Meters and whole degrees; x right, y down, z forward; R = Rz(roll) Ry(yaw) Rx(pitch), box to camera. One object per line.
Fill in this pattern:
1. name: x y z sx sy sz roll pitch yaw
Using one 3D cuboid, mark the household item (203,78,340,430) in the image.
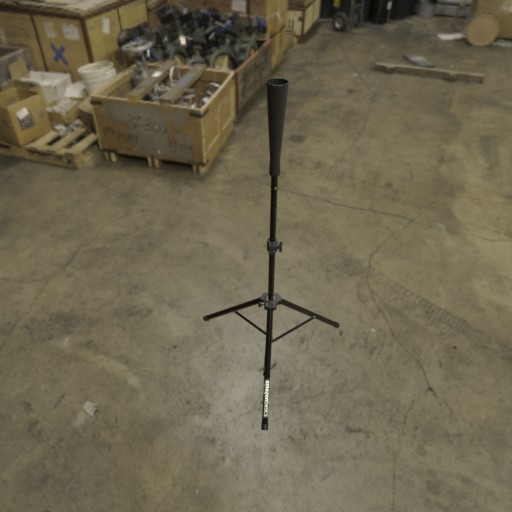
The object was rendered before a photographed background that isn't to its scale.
1. household item: 0.000 0.000 1.400 0.559 1.067 0.559 13 42 14
